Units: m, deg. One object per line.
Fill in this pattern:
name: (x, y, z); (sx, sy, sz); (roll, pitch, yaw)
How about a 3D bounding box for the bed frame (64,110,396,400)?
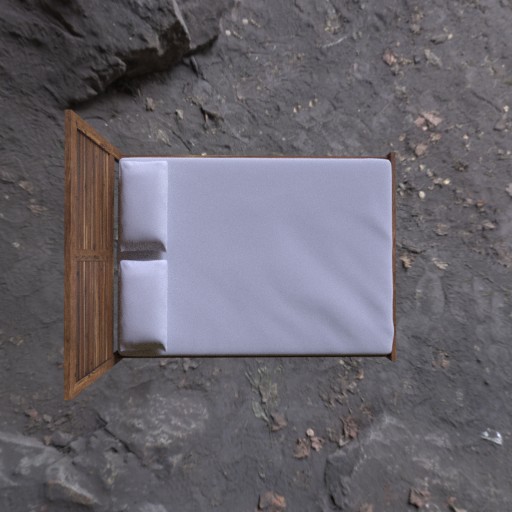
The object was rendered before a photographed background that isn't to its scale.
bed frame: (0.000, 0.000, 3.317); (2.276, 1.417, 1.696); (0, 89, -1)
